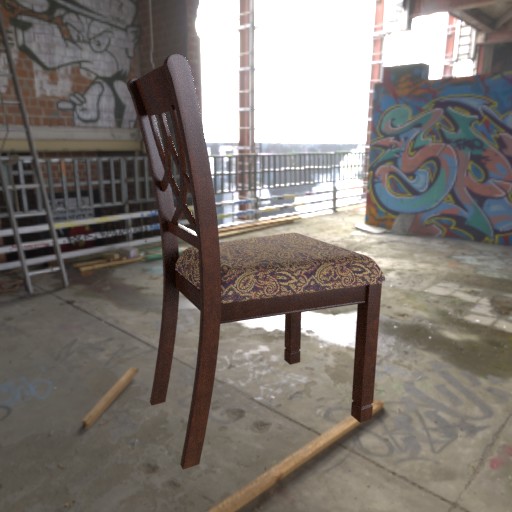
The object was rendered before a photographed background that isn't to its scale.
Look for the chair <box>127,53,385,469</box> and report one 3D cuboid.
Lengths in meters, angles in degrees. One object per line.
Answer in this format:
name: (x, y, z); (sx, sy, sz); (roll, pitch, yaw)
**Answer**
chair: (0.000, 0.000, 1.270); (0.584, 0.965, 0.457); (-7, 16, -26)
